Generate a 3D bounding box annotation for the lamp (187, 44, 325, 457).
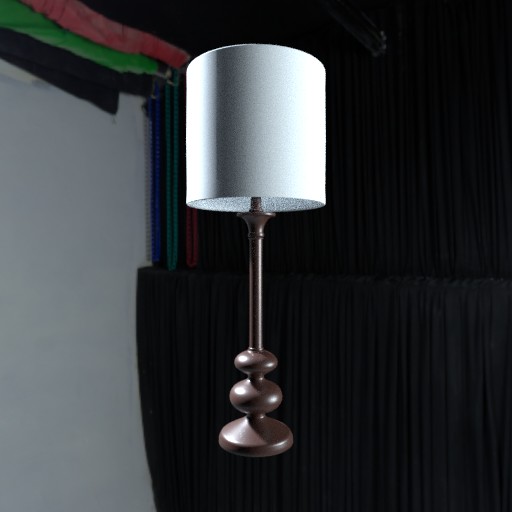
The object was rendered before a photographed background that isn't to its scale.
[{"bbox_3d":[0.000,0.000,0.823,0.254,0.690,0.254,0,0,38],"label":"lamp"}]
